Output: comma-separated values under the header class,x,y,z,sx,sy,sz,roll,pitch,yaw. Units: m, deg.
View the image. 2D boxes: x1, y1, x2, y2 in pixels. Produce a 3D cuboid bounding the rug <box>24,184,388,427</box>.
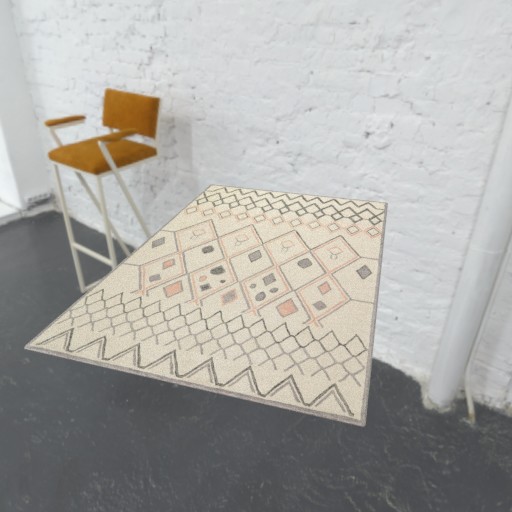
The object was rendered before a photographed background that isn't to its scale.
class,x,y,z,sx,sy,sz,roll,pitch,yaw
rug,0.000,0.000,2.229,1.219,0.016,1.829,8,30,15
